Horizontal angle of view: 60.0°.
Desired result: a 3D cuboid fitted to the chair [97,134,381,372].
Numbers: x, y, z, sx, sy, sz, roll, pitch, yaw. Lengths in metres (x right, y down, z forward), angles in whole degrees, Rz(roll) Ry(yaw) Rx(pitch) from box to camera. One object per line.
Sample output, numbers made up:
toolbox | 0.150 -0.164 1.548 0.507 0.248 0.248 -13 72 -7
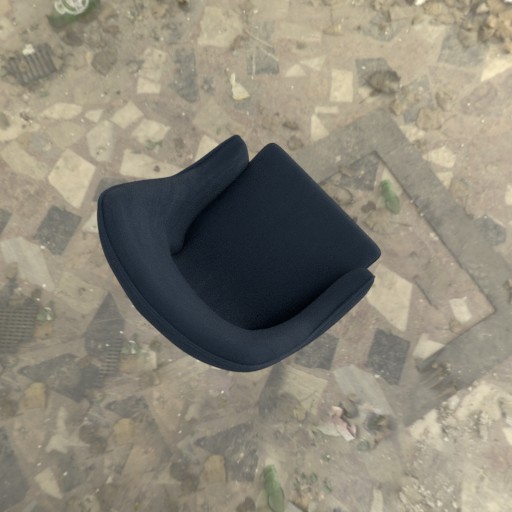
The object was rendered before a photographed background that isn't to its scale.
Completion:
chair | 0.000 0.000 1.238 0.591 0.844 0.559 -41 80 -9
